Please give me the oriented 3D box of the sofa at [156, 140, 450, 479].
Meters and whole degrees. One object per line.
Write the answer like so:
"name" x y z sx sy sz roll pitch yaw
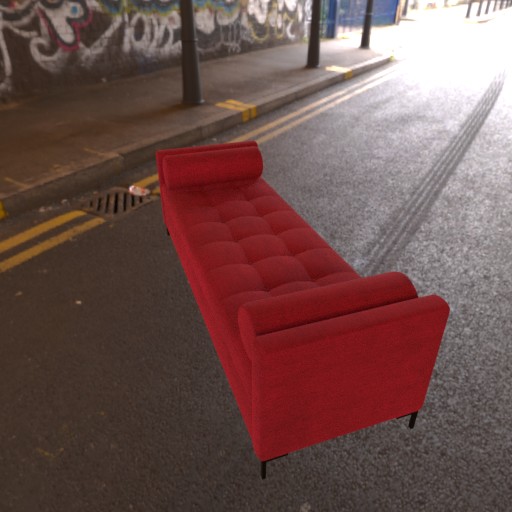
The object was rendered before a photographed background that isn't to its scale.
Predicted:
"sofa" 0.000 0.000 2.321 0.686 0.635 1.981 -10 33 -17
